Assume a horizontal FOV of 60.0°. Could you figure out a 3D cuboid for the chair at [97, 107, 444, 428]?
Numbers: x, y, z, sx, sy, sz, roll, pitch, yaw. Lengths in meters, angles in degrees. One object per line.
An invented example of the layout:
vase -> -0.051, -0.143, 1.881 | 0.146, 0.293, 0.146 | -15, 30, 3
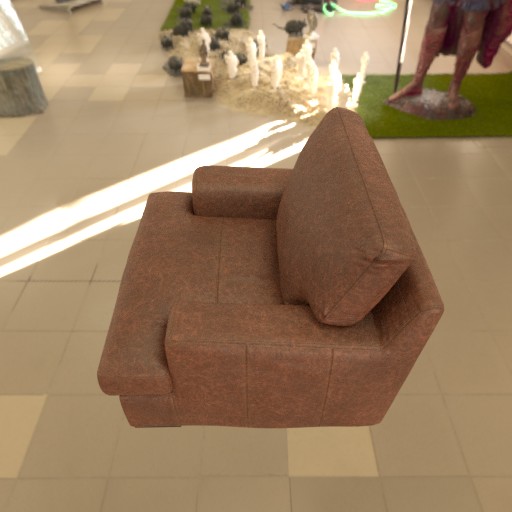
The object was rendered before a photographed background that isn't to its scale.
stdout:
chair -> 0.000, 0.000, 1.912 | 1.143, 0.939, 1.168 | 0, 42, -1
